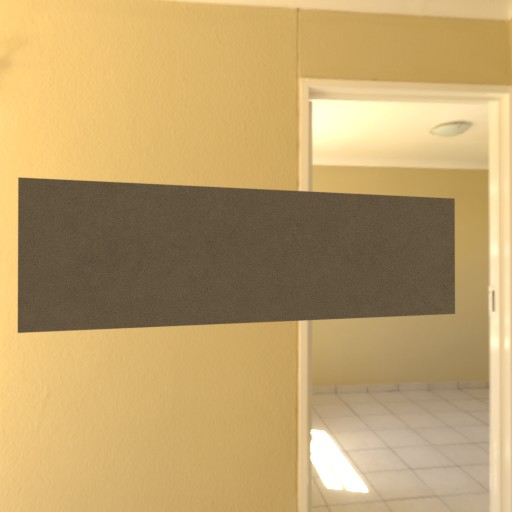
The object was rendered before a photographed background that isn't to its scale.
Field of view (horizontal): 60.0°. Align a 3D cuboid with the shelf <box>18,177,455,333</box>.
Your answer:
[{"bbox_3d":[0.000,0.000,1.098,1.020,0.300,0.200,0,0,-17],"label":"shelf"}]
